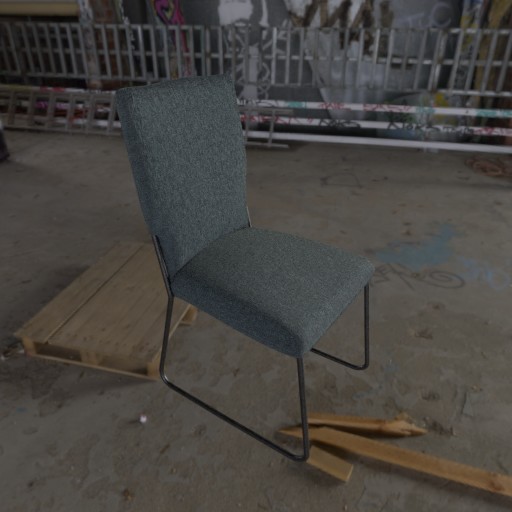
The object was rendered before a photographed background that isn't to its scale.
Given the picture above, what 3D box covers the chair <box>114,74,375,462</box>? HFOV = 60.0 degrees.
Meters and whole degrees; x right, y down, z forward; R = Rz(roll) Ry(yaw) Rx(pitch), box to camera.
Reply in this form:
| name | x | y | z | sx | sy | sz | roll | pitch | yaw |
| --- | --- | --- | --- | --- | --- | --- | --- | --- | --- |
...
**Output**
| name | x | y | z | sx | sy | sz | roll | pitch | yaw |
| --- | --- | --- | --- | --- | --- | --- | --- | --- | --- |
| chair | 0.000 | 0.000 | 1.297 | 0.635 | 0.931 | 0.480 | 18 | 34 | 29 |
